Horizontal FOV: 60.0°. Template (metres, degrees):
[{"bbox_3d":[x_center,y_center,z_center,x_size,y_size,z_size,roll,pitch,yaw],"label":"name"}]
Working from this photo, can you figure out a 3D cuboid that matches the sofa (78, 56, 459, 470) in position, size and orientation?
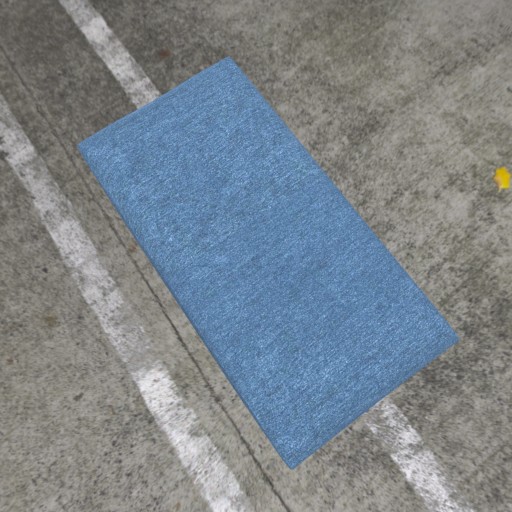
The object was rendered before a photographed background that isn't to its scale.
[{"bbox_3d":[0.000,0.000,1.200,0.480,0.470,0.930,-34,77,-9],"label":"sofa"}]
